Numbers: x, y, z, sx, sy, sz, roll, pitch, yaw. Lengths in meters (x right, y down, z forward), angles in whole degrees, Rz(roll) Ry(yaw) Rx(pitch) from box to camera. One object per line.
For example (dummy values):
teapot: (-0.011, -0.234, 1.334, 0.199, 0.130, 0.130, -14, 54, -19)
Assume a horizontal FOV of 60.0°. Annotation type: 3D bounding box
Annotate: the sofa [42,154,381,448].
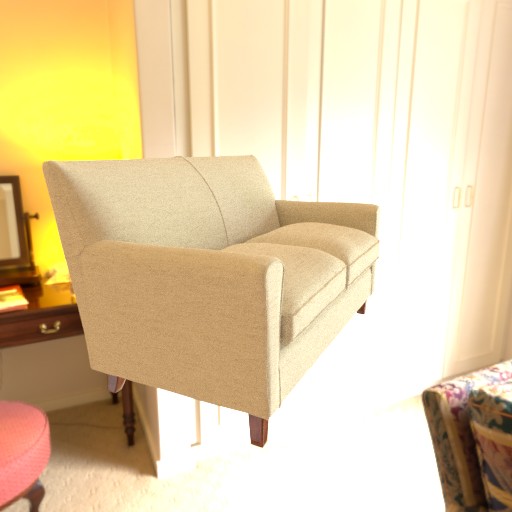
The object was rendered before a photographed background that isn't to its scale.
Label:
sofa: (0.000, 0.000, 2.042, 0.891, 0.892, 1.482, 7, 15, 26)
